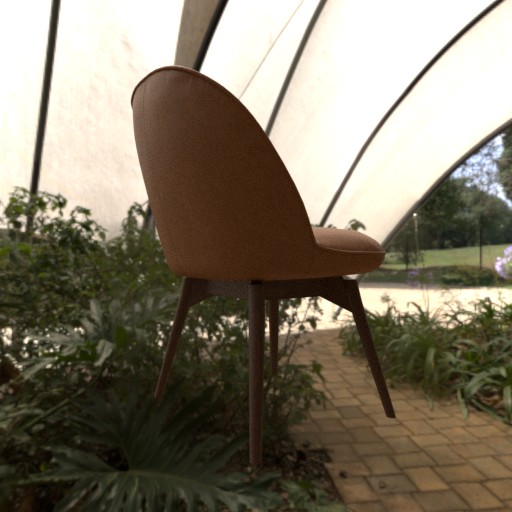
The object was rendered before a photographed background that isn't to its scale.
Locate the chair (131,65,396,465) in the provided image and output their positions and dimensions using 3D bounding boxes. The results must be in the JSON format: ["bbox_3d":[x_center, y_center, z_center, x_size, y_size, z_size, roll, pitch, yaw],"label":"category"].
[{"bbox_3d":[0.000,0.000,1.200,0.631,0.831,0.521,0,1,-35],"label":"chair"}]
